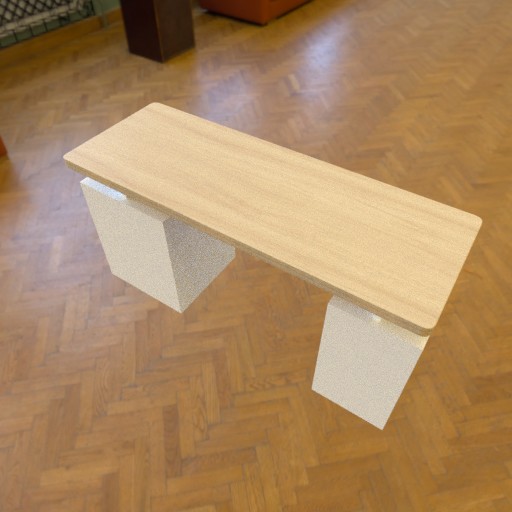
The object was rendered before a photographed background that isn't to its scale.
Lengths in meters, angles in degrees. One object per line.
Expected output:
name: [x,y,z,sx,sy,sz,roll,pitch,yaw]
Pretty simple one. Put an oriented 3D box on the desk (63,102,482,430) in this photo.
desk: [0.000,0.000,1.907,1.500,0.755,0.550,25,51,22]
